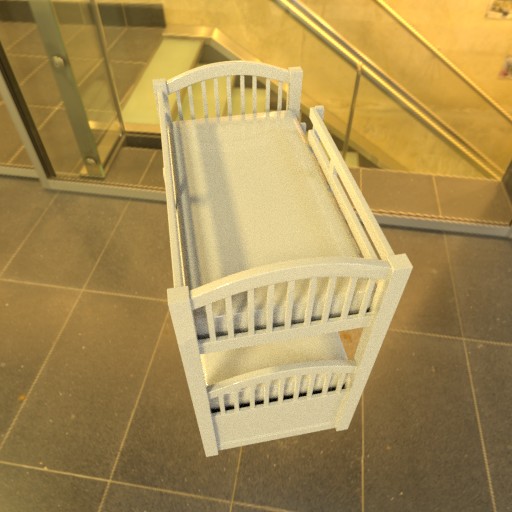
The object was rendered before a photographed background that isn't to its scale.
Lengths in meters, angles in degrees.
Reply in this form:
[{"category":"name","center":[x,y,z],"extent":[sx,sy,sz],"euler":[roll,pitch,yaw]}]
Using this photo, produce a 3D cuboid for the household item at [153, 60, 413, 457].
[{"category":"household item","center":[0.000,0.000,3.293],"extent":[1.143,2.032,2.032],"euler":[-8,48,-7]}]
